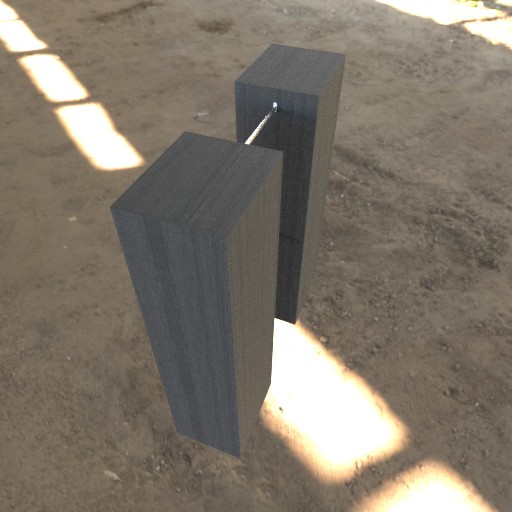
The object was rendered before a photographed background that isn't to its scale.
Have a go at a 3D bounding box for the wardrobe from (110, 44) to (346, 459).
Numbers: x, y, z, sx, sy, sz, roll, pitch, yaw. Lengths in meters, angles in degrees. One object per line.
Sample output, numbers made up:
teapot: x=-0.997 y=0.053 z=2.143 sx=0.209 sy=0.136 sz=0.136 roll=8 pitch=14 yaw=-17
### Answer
wardrobe: x=0.000 y=0.000 z=2.887 sx=0.480 sy=2.000 sz=1.770 roll=16 pitch=47 yaw=15
